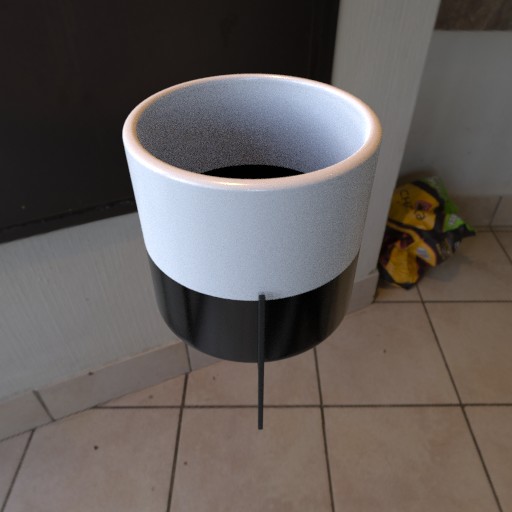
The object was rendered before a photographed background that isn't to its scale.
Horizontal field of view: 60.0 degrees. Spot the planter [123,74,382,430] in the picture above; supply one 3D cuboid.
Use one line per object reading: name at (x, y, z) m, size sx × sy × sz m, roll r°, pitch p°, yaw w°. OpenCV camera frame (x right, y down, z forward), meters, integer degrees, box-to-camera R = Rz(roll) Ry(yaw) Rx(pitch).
planter at (0.000, 0.000, 0.661) m, size 0.310 × 0.432 × 0.310 m, roll -13°, pitch 43°, yaw -14°
